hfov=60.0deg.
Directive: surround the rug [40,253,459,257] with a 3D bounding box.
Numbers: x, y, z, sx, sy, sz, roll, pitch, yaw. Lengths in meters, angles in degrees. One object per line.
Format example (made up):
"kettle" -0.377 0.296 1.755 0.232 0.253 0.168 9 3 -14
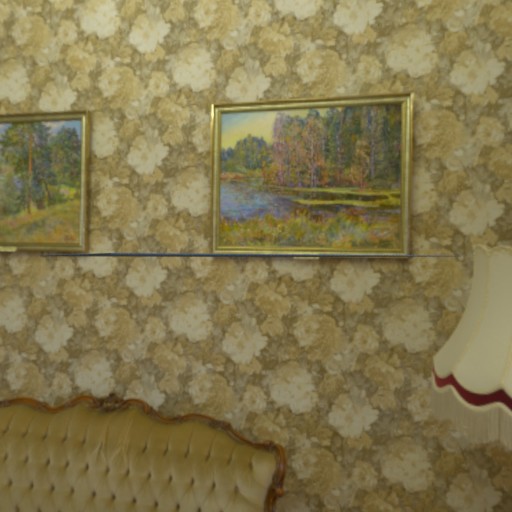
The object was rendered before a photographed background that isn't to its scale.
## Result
"rug" 0.000 0.000 3.023 2.440 0.007 1.525 0 0 -35
